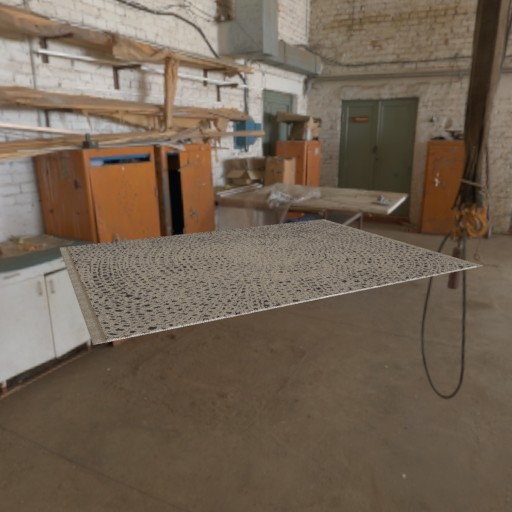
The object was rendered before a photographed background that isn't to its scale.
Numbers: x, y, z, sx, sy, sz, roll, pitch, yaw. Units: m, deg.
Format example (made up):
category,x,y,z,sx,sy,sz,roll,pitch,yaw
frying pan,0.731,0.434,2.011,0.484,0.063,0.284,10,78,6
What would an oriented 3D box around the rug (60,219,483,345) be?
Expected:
category,x,y,z,sx,sy,sz,roll,pitch,yaw
rug,0.000,0.000,2.103,1.634,0.003,1.190,-8,18,-26
